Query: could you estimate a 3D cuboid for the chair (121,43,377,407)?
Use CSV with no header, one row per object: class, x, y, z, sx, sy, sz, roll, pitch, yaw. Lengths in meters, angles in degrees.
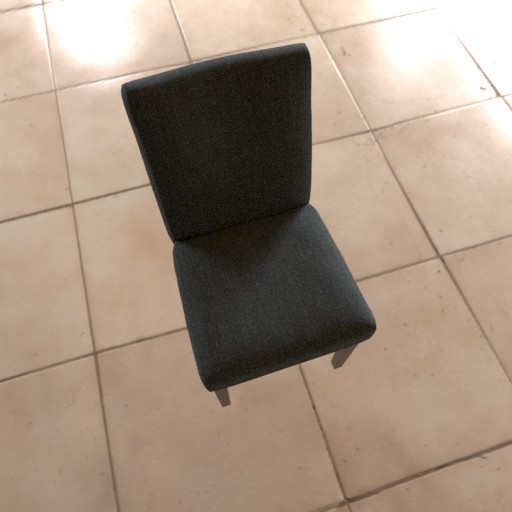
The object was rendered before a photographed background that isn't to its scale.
chair,0.000,0.000,1.266,0.487,0.884,0.629,-16,65,-8
